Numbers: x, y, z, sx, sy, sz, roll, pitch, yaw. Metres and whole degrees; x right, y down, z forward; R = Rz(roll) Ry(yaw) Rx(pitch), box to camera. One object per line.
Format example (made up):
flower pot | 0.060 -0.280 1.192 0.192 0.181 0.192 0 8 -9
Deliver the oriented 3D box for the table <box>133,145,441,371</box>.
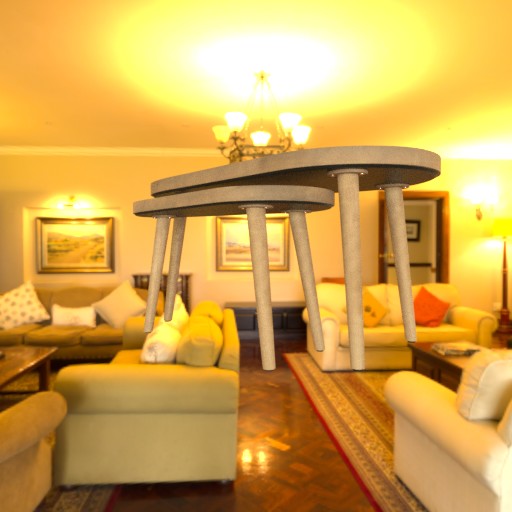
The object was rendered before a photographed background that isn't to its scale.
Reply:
table | 0.000 0.000 1.568 1.190 0.595 0.701 1 1 37
